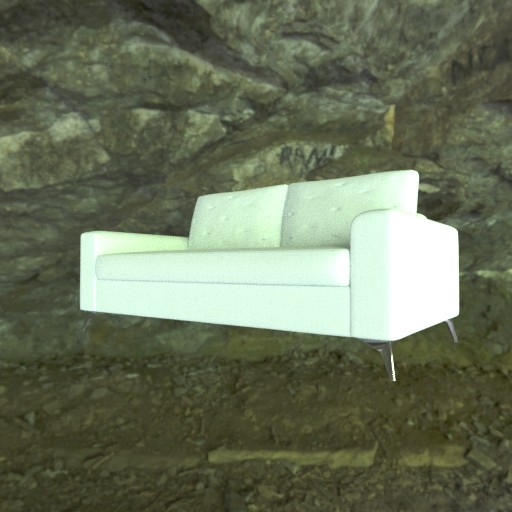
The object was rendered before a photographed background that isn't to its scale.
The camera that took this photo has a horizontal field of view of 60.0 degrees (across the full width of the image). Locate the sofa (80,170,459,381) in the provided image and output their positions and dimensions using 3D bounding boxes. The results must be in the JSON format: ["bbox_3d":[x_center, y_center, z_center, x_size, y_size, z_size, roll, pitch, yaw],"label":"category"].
[{"bbox_3d":[0.000,0.000,2.148,1.650,0.790,0.920,-1,-2,36],"label":"sofa"}]
